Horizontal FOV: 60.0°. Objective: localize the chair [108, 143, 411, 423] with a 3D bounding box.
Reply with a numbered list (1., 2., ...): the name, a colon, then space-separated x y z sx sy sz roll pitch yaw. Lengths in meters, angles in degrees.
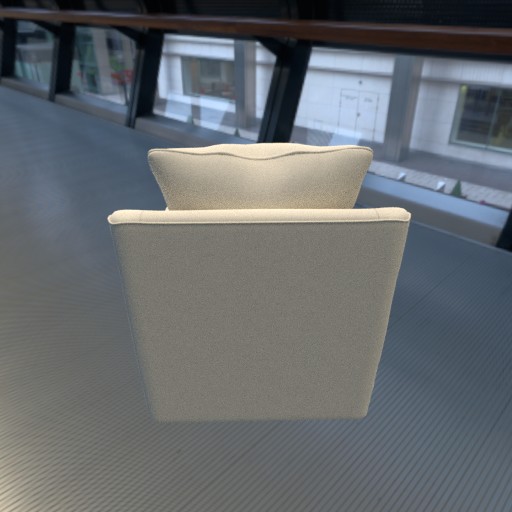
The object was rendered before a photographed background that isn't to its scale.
1. chair: 0.000 0.000 1.601 0.756 0.965 0.876 -1 29 -1
